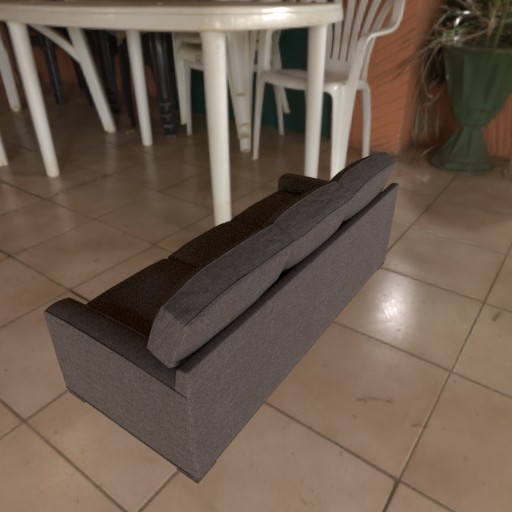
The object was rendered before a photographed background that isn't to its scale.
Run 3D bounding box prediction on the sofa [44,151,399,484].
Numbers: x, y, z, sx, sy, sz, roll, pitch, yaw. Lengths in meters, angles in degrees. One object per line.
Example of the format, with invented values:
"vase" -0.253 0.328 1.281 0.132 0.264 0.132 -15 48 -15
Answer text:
"sofa" 0.000 0.000 2.861 1.004 0.978 2.369 20 36 29
